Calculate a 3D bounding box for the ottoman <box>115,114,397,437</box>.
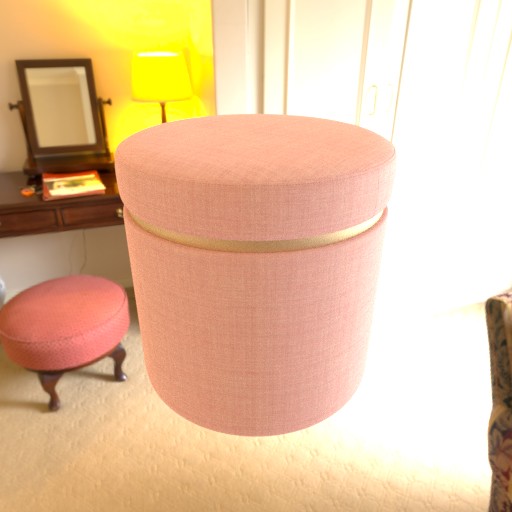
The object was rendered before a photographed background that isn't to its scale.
[{"bbox_3d":[0.000,0.000,0.728,0.400,0.406,0.400,0,27,0],"label":"ottoman"}]
